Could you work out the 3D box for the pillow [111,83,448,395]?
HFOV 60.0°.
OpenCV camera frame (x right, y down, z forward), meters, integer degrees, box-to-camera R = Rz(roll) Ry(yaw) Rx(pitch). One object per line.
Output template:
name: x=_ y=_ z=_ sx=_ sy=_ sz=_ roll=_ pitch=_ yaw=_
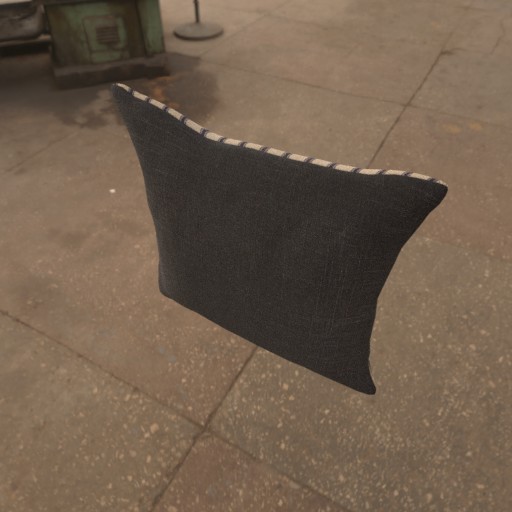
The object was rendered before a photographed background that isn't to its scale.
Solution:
pillow: x=0.000 y=0.000 z=0.687 sx=0.468 sy=0.444 sz=0.138 roll=23 pitch=49 yaw=21
